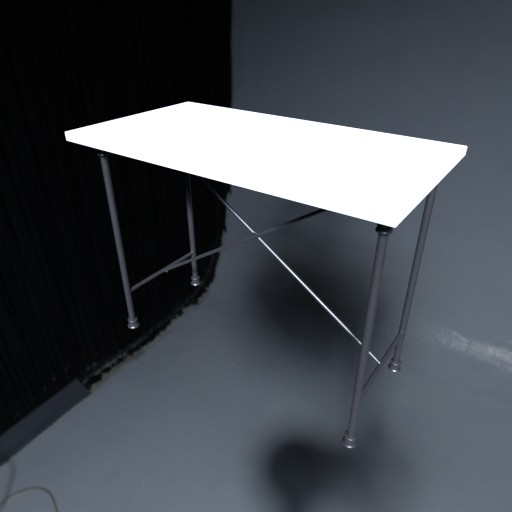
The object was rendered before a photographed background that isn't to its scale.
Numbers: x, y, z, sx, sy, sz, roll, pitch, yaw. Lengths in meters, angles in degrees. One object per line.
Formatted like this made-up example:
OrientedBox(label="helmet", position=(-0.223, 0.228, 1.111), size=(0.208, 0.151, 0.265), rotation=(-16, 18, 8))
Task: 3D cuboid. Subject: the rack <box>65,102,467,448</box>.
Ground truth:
OrientedBox(label="rack", position=(0.000, 0.000, 1.655), size=(1.159, 0.880, 0.613), rotation=(20, 36, 30))
